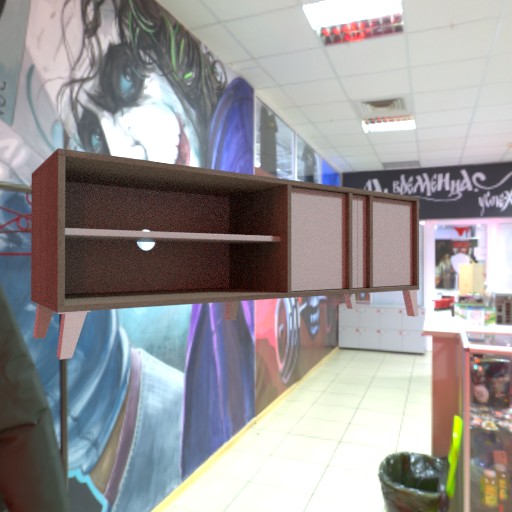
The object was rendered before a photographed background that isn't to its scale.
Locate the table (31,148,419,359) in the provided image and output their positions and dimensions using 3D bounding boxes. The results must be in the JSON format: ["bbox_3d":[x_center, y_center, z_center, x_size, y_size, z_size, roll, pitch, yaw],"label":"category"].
[{"bbox_3d":[0.000,0.000,1.705,1.500,0.530,0.400,0,-1,-35],"label":"table"}]
